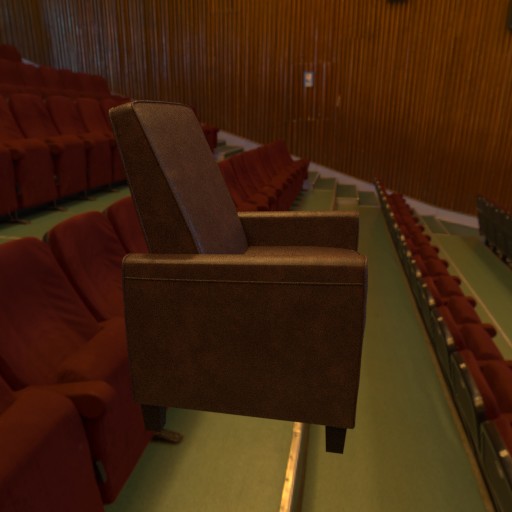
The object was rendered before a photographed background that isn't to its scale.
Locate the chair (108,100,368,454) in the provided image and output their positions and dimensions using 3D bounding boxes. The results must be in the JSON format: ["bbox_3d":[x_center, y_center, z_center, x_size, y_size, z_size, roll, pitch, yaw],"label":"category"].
[{"bbox_3d":[0.000,0.000,1.535,0.746,1.013,0.705,3,18,10],"label":"chair"}]
